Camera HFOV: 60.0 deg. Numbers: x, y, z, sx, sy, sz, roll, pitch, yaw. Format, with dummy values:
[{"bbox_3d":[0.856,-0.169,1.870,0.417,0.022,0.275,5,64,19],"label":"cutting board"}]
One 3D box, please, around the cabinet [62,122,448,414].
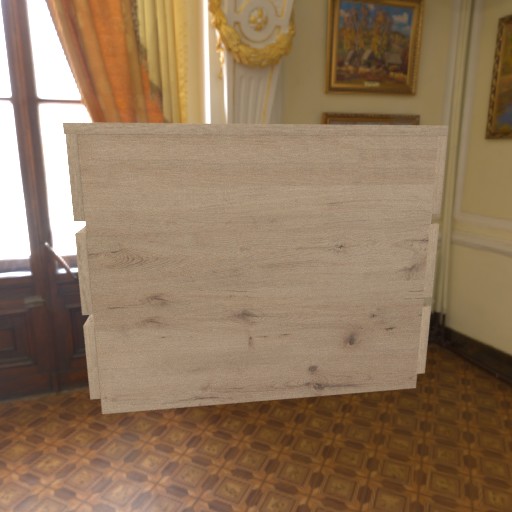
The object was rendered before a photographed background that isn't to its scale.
[{"bbox_3d":[0.000,0.000,1.476,1.040,0.820,0.420,-2,14,-8],"label":"cabinet"}]
